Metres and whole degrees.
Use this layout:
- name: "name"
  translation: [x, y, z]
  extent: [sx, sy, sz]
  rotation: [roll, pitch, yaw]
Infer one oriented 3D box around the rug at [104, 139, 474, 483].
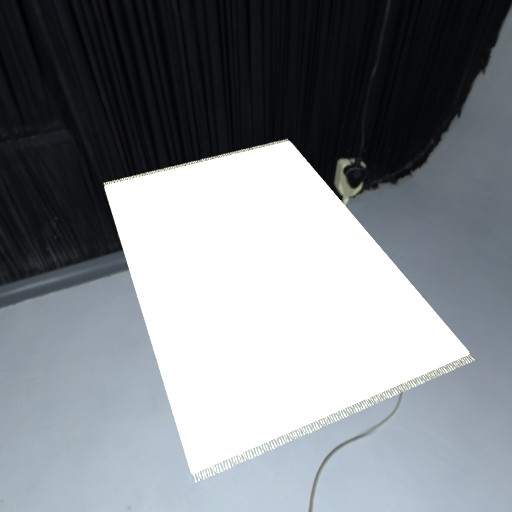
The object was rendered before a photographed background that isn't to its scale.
- name: "rug"
  translation: [0.000, 0.000, 2.787]
  extent: [1.514, 0.011, 2.233]
  rotation: [-17, 50, -15]
